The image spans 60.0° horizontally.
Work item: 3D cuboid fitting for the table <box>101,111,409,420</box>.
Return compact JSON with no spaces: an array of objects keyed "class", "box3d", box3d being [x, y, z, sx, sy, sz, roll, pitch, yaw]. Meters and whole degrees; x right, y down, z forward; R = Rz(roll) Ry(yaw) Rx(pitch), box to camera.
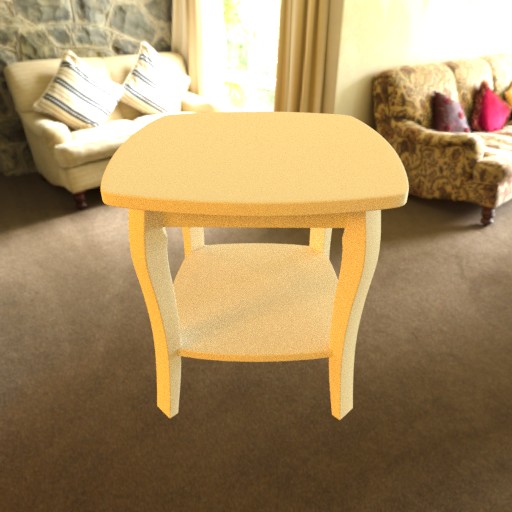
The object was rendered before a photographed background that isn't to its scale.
[{"class":"table","box3d":[0.000,0.000,0.857,0.451,0.438,0.502,0,30,1]}]
